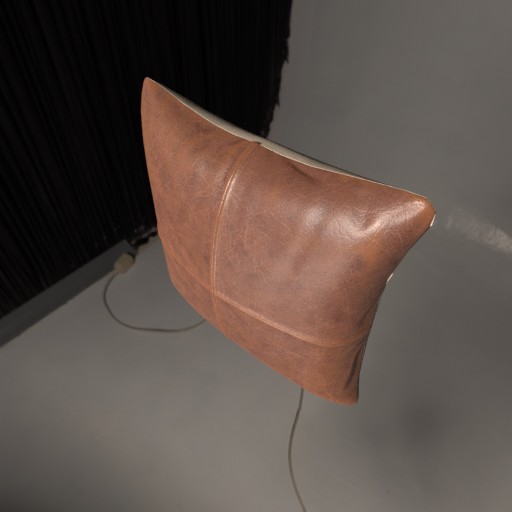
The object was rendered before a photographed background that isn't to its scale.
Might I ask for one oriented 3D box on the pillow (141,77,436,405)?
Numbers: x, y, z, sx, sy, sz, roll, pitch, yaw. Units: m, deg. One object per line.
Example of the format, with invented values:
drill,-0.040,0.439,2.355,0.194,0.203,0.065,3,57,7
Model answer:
pillow,0.000,0.000,0.728,0.484,0.470,0.192,32,54,27
